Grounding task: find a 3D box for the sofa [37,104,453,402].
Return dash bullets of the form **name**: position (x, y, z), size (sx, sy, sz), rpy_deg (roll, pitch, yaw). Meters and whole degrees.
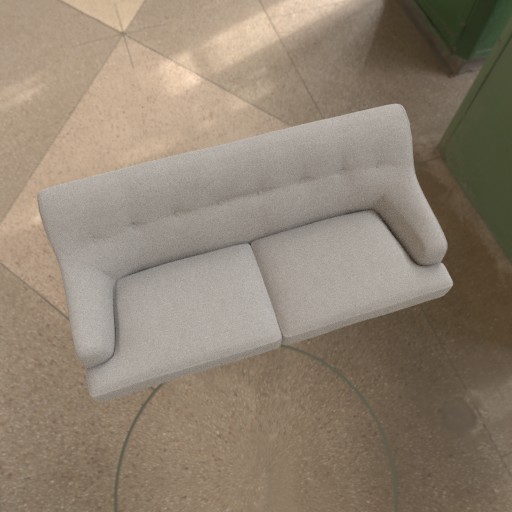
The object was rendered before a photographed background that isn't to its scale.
- **sofa**: position (0.000, 0.000, 2.484), size (2.057, 0.871, 0.978), rpy_deg (-16, 64, -8)
